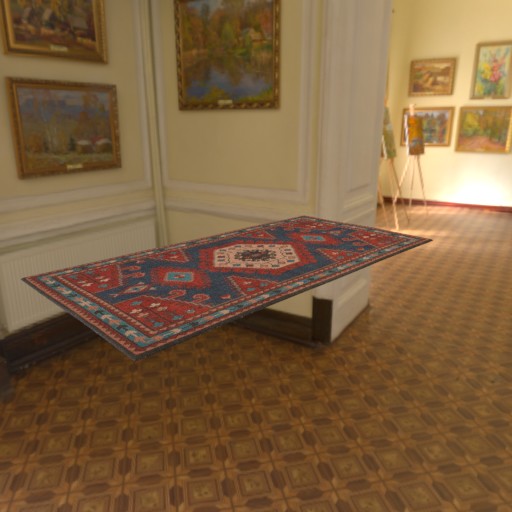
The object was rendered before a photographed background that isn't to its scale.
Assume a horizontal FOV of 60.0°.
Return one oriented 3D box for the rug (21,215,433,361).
[{"bbox_3d":[0.000,0.000,3.537,3.032,0.034,1.522,-16,23,-42],"label":"rug"}]
